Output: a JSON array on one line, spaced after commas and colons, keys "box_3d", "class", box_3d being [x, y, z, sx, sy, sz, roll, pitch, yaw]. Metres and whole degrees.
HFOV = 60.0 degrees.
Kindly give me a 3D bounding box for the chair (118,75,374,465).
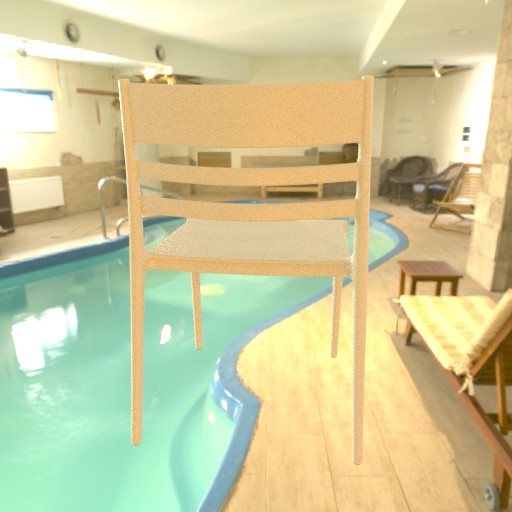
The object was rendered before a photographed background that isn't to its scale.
[{"box_3d": [0.000, 0.000, 1.118, 0.531, 0.800, 0.511, 2, 16, 7], "class": "chair"}]
